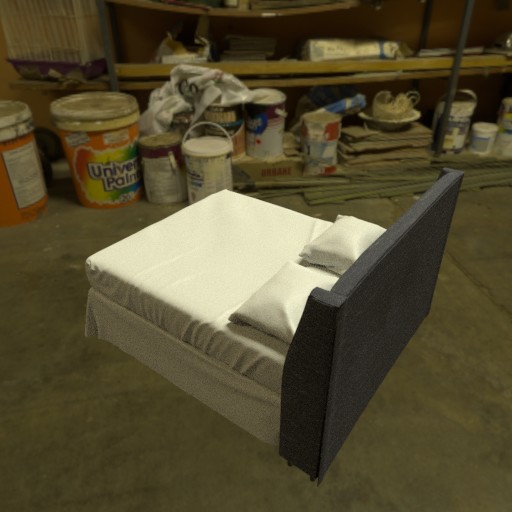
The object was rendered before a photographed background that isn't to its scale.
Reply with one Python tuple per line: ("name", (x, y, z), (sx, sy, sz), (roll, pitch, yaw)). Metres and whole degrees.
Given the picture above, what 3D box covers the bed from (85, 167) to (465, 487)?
("bed", (0.000, 0.000, 3.362), (2.276, 1.332, 1.925), (21, 38, 30))
